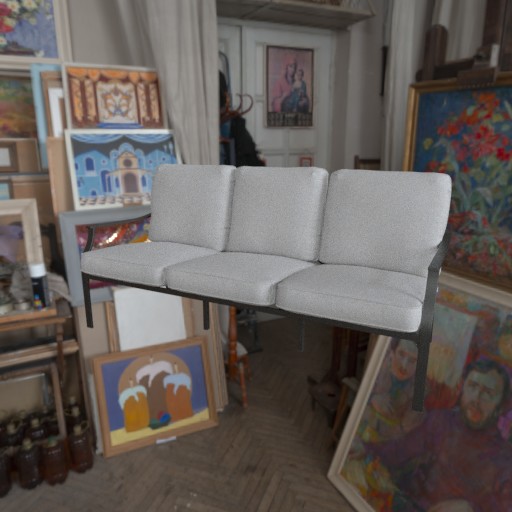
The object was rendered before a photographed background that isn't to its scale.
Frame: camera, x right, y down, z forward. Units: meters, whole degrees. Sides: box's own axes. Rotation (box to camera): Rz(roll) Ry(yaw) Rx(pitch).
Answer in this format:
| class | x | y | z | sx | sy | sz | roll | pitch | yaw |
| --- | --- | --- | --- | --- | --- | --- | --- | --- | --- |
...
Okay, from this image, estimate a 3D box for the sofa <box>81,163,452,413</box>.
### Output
| class | x | y | z | sx | sy | sz | roll | pitch | yaw |
| --- | --- | --- | --- | --- | --- | --- | --- | --- | --- |
| sofa | 0.000 | 0.000 | 2.222 | 1.740 | 0.860 | 0.787 | 7 | 17 | 26 |
